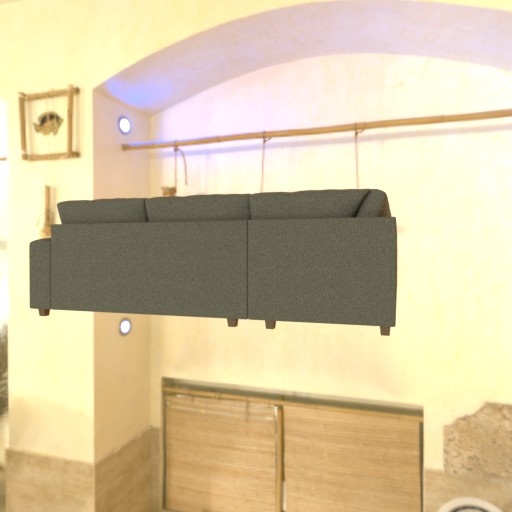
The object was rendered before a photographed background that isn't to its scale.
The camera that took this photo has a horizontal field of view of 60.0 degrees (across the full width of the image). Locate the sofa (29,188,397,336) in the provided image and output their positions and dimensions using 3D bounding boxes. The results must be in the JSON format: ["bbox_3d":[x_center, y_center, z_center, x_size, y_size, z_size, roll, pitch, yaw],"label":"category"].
[{"bbox_3d":[0.000,0.000,4.773,2.895,0.965,3.277,0,1,18],"label":"sofa"}]
